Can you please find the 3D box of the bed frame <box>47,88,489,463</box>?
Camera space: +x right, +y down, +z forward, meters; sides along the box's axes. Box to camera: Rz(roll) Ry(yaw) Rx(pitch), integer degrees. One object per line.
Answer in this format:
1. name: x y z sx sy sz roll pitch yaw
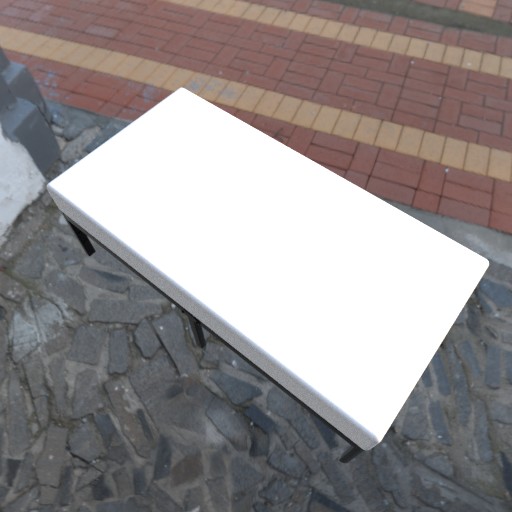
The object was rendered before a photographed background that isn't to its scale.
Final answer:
1. bed frame: 0.000 0.000 2.402 1.950 0.659 1.023 34 64 19
